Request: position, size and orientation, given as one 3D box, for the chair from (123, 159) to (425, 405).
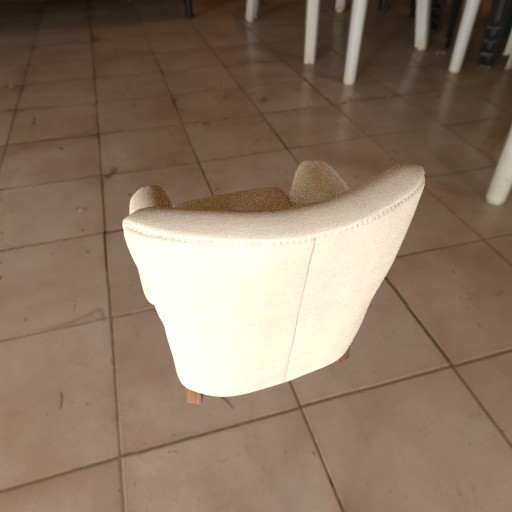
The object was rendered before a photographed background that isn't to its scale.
[{"bbox_3d":[0.000,0.000,1.653,0.861,0.936,0.921,-12,42,-13],"label":"chair"}]
